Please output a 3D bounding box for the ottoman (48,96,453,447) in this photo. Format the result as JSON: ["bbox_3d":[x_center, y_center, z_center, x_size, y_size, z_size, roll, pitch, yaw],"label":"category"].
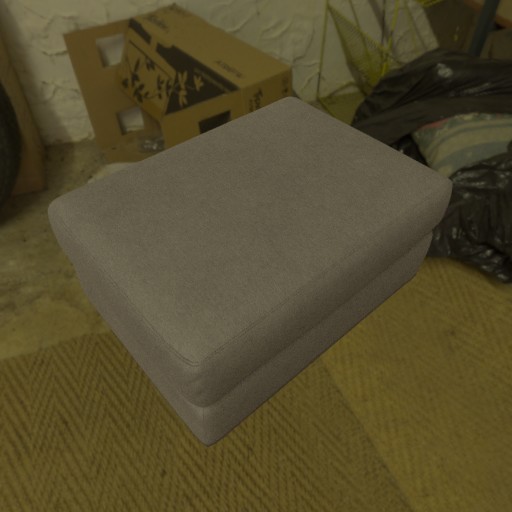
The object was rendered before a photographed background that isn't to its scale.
[{"bbox_3d":[0.000,0.000,1.133,0.773,0.497,0.574,-32,55,-27],"label":"ottoman"}]
